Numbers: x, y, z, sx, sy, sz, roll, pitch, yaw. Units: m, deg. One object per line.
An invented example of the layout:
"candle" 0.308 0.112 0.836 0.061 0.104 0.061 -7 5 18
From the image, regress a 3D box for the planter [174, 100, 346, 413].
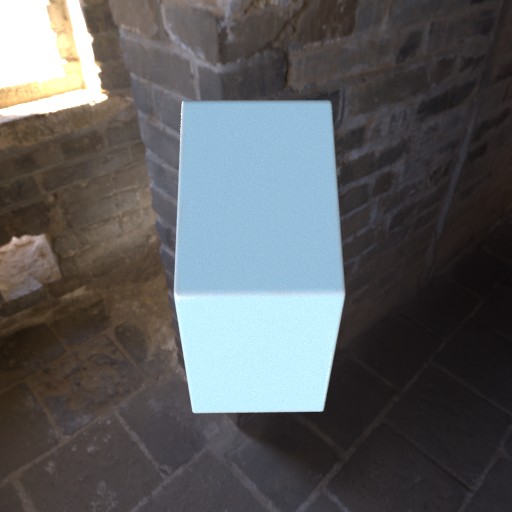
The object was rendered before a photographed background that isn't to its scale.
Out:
"planter" 0.000 0.000 0.292 0.078 0.207 0.169 -1 40 -1
